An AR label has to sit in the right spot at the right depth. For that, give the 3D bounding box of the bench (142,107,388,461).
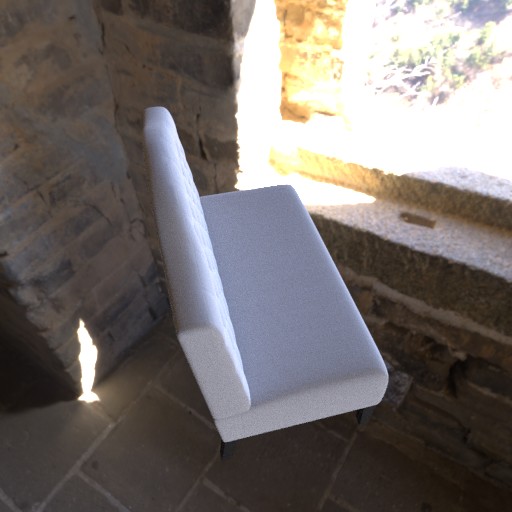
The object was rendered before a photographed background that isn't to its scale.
[{"bbox_3d":[0.000,0.000,2.050,0.815,1.180,1.335,-10,47,-10],"label":"bench"}]
